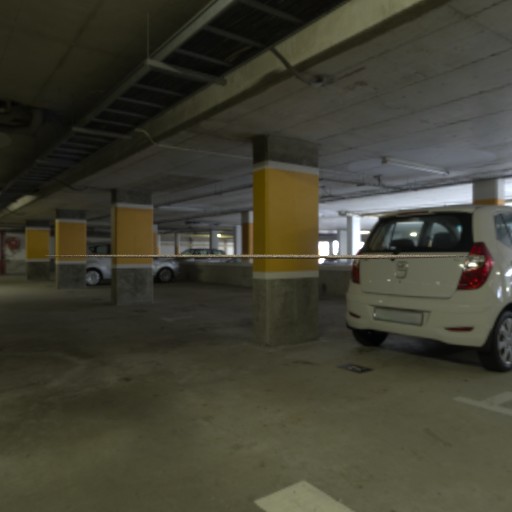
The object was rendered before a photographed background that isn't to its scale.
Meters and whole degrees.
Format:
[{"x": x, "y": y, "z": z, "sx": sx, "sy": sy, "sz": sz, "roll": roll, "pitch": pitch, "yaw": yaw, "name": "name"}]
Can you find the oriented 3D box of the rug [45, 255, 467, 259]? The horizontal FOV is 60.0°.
[{"x": 0.000, "y": 0.000, "z": 4.254, "sx": 3.294, "sy": 0.018, "sz": 2.382, "roll": 0, "pitch": 0, "yaw": 36, "name": "rug"}]
